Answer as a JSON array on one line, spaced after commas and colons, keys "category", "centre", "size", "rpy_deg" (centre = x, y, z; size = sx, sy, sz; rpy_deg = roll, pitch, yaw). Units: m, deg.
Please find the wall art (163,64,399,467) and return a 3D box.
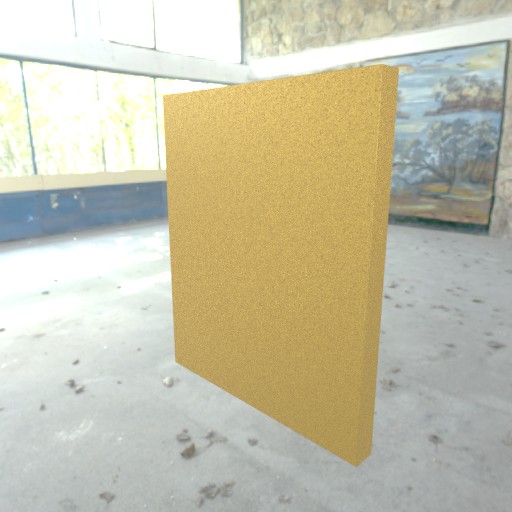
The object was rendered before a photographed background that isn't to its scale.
[{"category": "wall art", "centre": [0.000, 0.000, 0.882], "size": [0.048, 0.642, 0.537], "rpy_deg": [-13, 19, -43]}]
